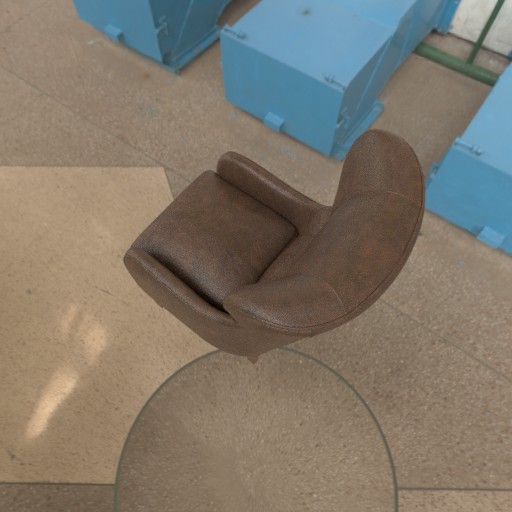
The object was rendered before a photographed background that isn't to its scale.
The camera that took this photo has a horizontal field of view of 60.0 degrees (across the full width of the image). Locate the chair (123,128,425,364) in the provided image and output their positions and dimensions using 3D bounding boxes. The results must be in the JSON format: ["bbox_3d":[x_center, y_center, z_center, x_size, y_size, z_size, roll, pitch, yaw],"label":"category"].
[{"bbox_3d":[0.000,0.000,1.647,0.914,1.048,0.692,34,68,16],"label":"chair"}]
